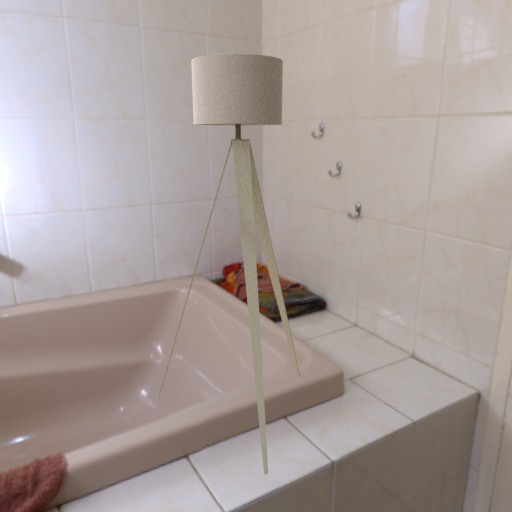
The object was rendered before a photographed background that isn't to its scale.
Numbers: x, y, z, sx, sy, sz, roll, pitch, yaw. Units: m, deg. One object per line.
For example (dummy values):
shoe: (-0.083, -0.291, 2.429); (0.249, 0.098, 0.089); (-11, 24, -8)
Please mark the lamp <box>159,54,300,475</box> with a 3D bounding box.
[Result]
lamp: (0.000, 0.000, 1.869); (0.724, 1.524, 0.716); (-8, 18, -28)
